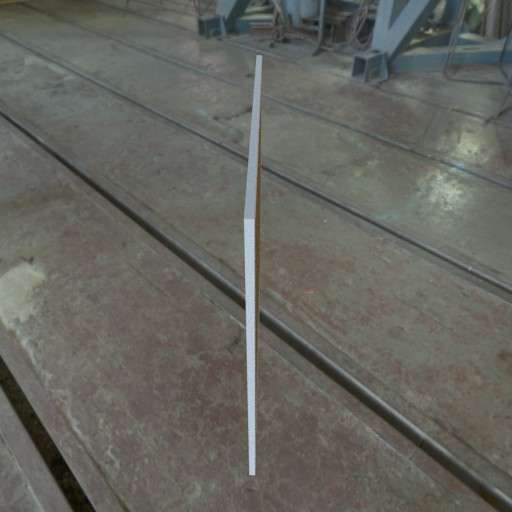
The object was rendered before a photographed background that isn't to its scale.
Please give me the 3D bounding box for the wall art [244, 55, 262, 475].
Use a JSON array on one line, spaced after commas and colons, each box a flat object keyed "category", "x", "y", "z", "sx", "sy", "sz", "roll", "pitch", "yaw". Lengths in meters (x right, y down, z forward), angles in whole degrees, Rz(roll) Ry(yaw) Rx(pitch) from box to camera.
[{"category": "wall art", "x": 0.000, "y": 0.000, "z": 1.210, "sx": 0.015, "sy": 0.812, "sz": 0.812, "roll": 1, "pitch": 40, "yaw": 1}]
